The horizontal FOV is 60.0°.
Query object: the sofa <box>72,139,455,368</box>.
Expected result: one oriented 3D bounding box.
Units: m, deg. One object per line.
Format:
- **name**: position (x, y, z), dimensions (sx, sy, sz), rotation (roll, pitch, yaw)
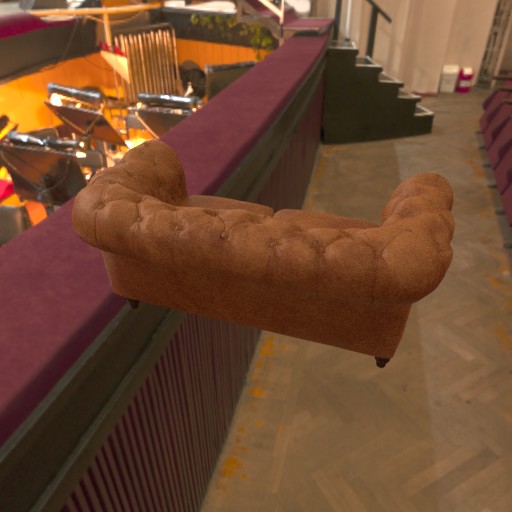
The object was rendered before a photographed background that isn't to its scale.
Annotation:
- **sofa**: position (0.000, 0.000, 2.511), dimensions (1.979, 0.877, 1.042), rotation (11, 35, 16)
